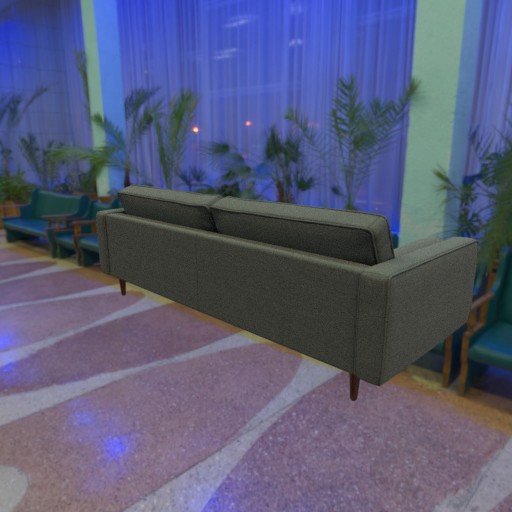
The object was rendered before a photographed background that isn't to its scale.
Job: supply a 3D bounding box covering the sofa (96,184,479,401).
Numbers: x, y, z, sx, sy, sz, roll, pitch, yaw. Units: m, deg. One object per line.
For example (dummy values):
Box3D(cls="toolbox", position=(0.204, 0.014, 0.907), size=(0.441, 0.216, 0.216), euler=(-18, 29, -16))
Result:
Box3D(cls="sofa", position=(0.000, 0.000, 2.630), size=(2.198, 0.762, 0.914), euler=(14, 20, 43))
